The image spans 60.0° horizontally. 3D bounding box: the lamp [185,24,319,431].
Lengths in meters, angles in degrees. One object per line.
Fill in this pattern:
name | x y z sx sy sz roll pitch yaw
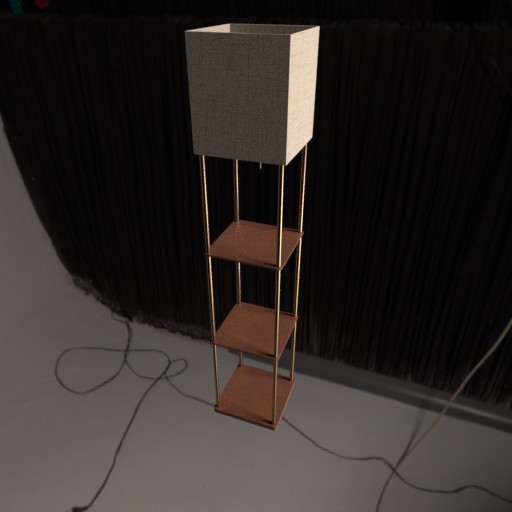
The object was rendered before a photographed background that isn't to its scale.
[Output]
lamp | 0.000 0.000 1.714 0.308 1.569 0.310 11 33 18
